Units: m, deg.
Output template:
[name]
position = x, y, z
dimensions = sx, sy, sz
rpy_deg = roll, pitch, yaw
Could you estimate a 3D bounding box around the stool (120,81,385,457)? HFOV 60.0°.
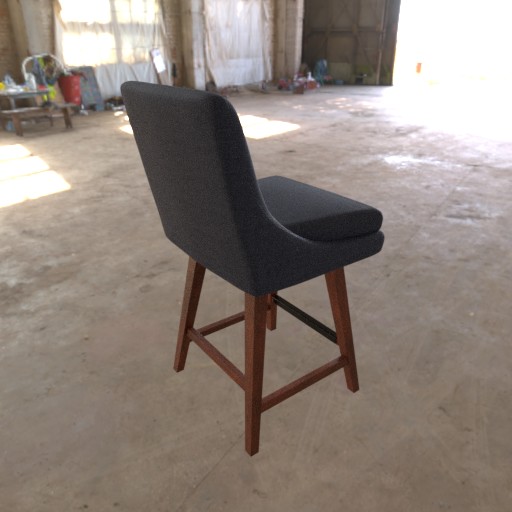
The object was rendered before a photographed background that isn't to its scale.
[stool]
position = 0.000, 0.000, 1.211
dimensions = 0.524, 0.895, 0.467
rpy_deg = -18, 31, -33
